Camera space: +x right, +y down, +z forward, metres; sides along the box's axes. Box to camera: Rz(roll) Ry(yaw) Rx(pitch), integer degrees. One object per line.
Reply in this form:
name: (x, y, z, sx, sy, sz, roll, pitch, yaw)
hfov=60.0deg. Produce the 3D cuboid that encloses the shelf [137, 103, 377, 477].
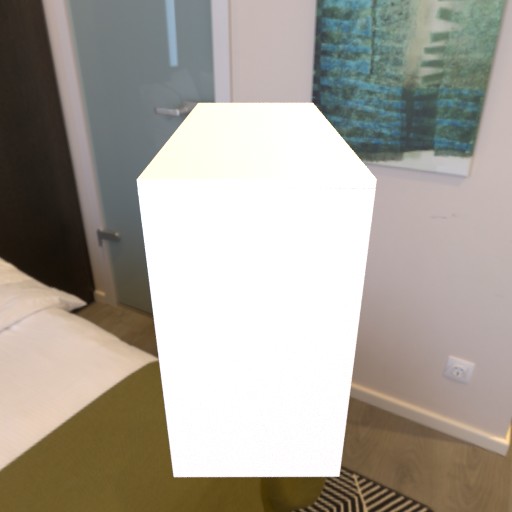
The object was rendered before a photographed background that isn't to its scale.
shelf: (0.000, 0.000, 1.294, 0.396, 0.732, 0.895, 0, 27, 0)
